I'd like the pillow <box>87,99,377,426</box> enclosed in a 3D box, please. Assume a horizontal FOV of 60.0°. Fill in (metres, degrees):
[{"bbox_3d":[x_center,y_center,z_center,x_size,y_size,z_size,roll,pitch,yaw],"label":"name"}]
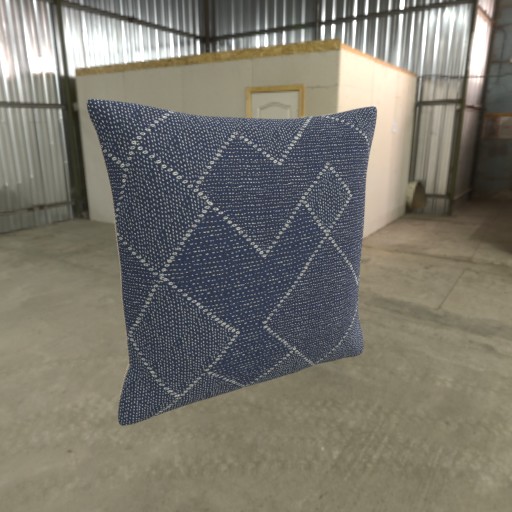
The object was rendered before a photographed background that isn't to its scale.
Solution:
[{"bbox_3d":[0.000,0.000,0.654,0.435,0.428,0.148,-9,19,-27],"label":"pillow"}]
